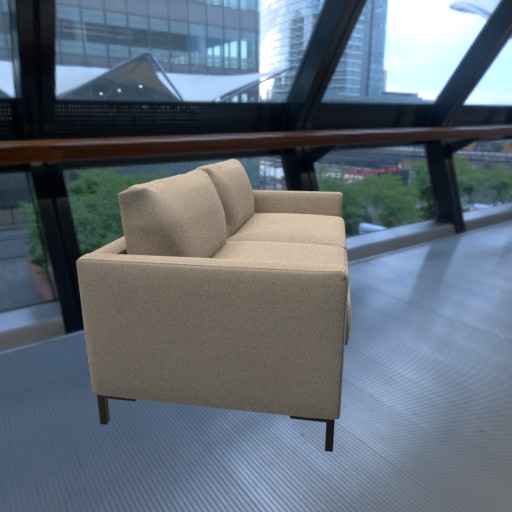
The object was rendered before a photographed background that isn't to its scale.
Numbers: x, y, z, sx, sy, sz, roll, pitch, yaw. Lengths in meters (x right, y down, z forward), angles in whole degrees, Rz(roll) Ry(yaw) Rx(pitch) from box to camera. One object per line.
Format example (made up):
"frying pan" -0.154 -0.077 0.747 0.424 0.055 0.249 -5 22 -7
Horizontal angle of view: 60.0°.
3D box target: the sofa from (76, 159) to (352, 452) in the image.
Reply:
"sofa" 0.000 0.000 2.155 0.875 0.840 1.682 3 16 10
